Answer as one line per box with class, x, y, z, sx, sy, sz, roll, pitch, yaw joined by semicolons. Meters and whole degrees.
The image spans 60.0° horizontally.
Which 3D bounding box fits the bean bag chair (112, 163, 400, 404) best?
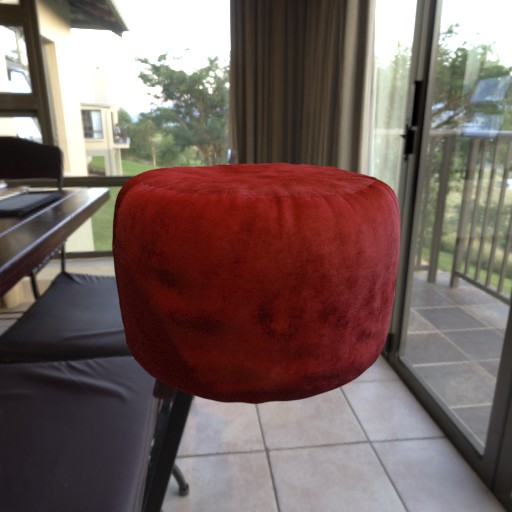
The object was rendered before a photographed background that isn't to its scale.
bean bag chair;0.000;0.000;1.981;1.219;0.762;1.219;0;17;0
